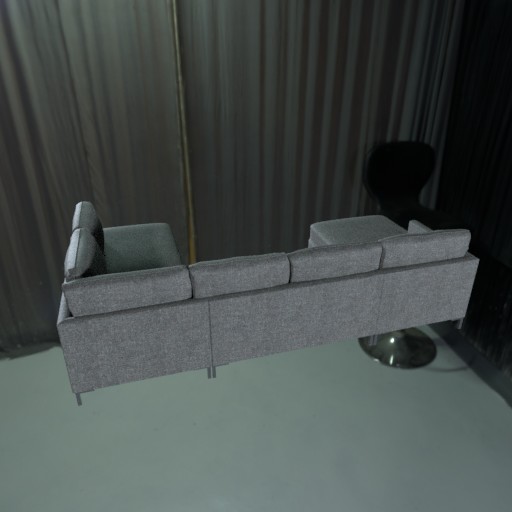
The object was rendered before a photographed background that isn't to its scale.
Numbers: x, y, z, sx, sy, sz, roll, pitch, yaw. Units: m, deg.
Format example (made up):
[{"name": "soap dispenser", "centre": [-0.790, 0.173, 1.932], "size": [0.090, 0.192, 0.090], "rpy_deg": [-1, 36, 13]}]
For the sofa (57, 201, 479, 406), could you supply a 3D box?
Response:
[{"name": "sofa", "centre": [0.000, 0.000, 4.305], "size": [3.423, 0.999, 2.048], "rpy_deg": [-8, 28, -15]}]
